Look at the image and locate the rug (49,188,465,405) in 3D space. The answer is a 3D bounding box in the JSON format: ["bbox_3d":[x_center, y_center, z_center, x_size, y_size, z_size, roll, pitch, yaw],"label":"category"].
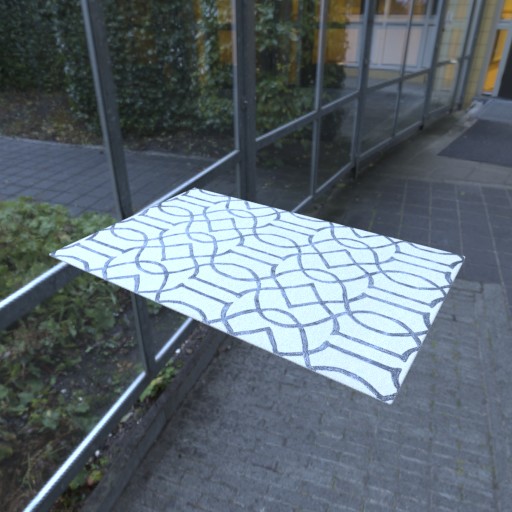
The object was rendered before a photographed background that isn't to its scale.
[{"bbox_3d":[0.000,0.000,2.986,2.365,0.017,1.521,18,34,29],"label":"rug"}]
